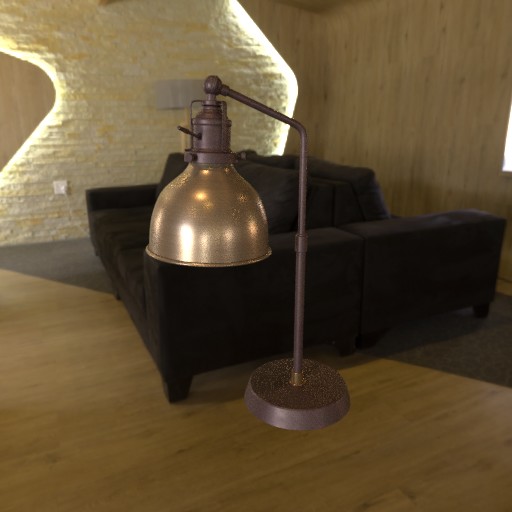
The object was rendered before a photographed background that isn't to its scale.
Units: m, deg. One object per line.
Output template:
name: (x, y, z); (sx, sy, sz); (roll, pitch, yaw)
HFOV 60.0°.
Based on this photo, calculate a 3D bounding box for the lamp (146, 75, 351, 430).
lamp: (0.000, 0.000, 0.621); (0.298, 0.469, 0.175); (-3, 16, -9)
